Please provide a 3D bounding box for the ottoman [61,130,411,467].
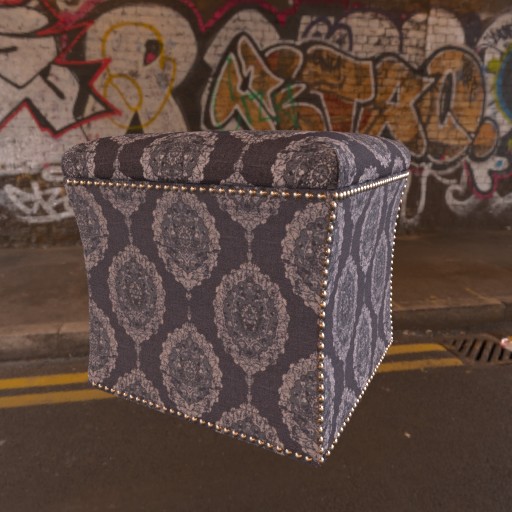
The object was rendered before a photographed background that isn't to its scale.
[{"bbox_3d":[0.000,0.000,0.874,0.497,0.475,0.507,8,16,27],"label":"ottoman"}]
